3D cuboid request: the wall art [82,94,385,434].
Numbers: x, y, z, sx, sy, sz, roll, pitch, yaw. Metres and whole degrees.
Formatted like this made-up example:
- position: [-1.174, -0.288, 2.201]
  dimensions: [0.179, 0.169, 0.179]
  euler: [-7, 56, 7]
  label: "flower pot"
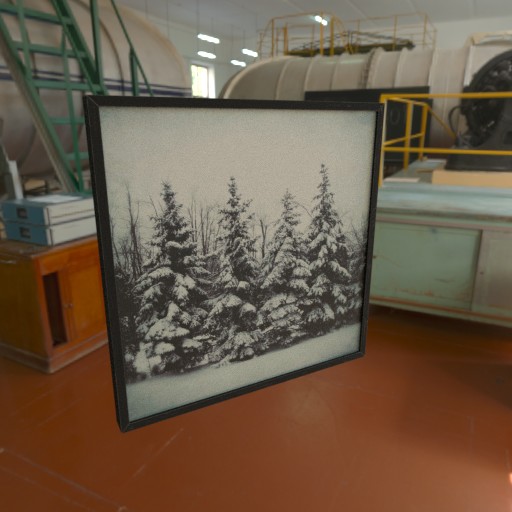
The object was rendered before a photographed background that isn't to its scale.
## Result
- position: [0.000, 0.000, 0.761]
  dimensions: [0.506, 0.506, 0.036]
  euler: [-9, 19, -28]
  label: "wall art"
